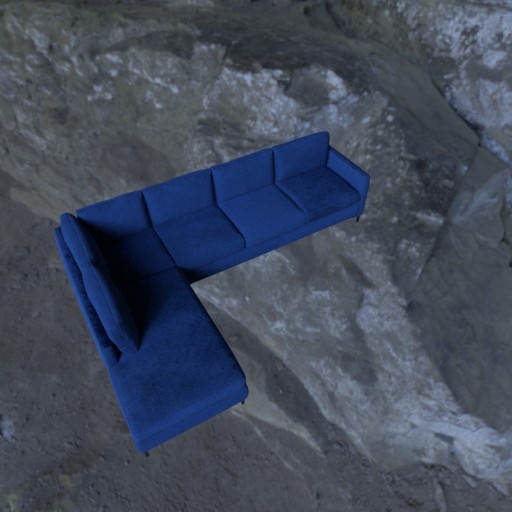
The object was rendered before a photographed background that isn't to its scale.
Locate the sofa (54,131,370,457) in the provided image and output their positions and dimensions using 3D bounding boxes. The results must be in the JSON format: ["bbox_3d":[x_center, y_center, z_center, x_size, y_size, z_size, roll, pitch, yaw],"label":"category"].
[{"bbox_3d":[0.000,0.000,3.867,2.949,0.815,2.007,-23,49,-21],"label":"sofa"}]
